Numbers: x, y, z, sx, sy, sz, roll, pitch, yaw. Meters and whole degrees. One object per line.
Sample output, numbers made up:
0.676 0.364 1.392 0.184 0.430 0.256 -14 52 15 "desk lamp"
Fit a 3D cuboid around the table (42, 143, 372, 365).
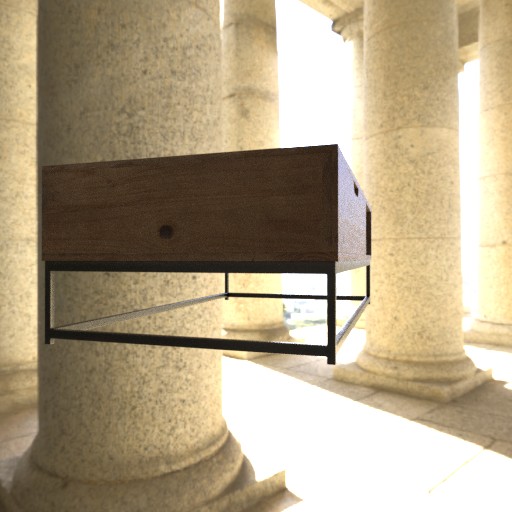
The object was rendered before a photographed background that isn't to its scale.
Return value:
0.000 0.000 1.407 0.655 0.395 1.101 0 0 18 "table"
